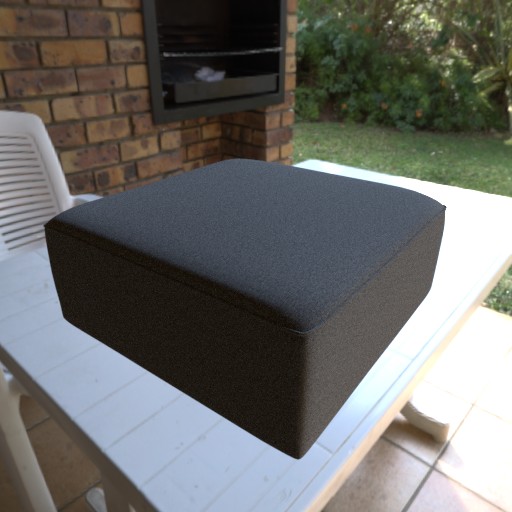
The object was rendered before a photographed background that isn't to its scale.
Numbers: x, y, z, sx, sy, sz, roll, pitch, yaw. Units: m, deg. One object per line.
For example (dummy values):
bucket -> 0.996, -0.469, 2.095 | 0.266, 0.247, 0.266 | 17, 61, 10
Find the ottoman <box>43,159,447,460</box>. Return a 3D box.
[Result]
ottoman -> 0.000, 0.000, 1.587 | 1.015, 0.464, 1.005 | 19, 32, 32
